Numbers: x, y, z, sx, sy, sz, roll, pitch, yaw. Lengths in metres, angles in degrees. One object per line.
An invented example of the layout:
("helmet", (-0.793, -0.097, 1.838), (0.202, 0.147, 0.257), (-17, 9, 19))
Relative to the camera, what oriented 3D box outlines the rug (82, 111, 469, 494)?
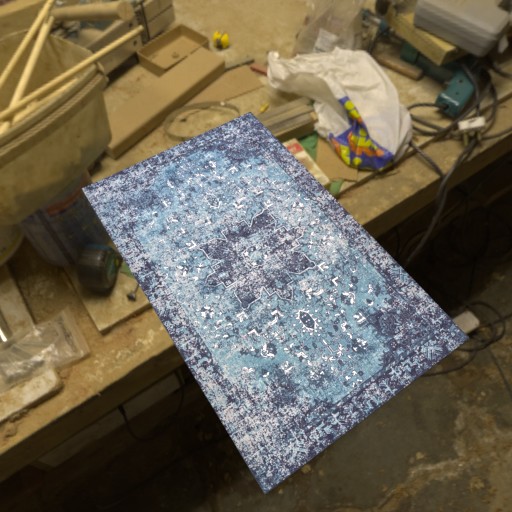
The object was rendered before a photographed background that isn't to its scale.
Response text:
("rug", (0.000, 0.000, 3.024), (1.525, 0.007, 2.440), (-30, 63, -17))
